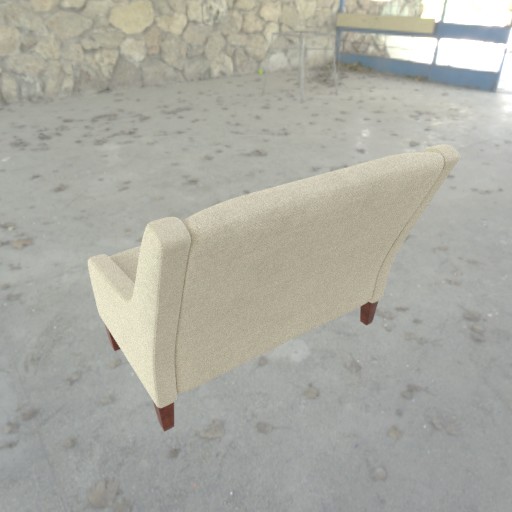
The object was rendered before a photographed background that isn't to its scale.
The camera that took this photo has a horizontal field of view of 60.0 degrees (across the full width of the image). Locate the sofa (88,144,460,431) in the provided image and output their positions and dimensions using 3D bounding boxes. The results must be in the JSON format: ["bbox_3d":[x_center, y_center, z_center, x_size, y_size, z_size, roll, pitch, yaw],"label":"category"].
[{"bbox_3d":[0.000,0.000,1.901,1.212,0.976,0.946,-19,35,-30],"label":"sofa"}]
